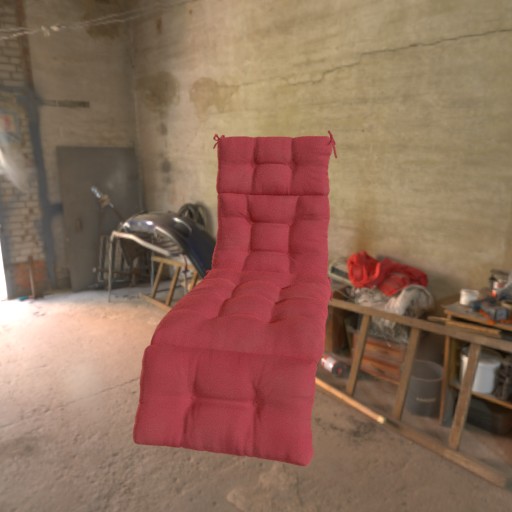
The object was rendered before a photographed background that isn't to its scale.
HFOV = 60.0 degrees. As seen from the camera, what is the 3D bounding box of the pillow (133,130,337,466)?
[{"bbox_3d":[0.000,0.000,1.522,0.526,0.863,1.016,3,14,11],"label":"pillow"}]
